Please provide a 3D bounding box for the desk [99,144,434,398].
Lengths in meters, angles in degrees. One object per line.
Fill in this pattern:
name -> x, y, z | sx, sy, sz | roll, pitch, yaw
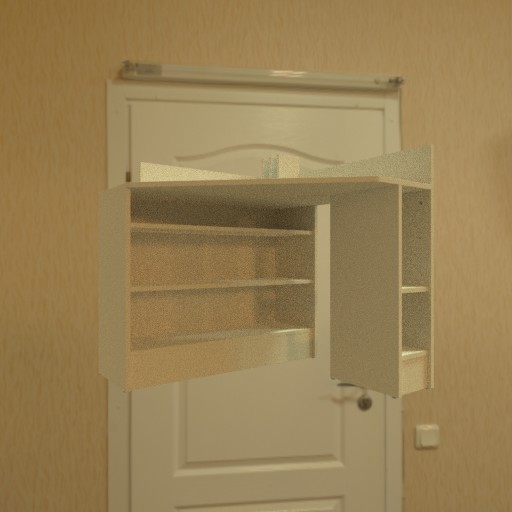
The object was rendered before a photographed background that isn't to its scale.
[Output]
desk -> 0.000, 0.000, 1.742 | 0.940, 0.986, 0.940 | 0, 0, -36
